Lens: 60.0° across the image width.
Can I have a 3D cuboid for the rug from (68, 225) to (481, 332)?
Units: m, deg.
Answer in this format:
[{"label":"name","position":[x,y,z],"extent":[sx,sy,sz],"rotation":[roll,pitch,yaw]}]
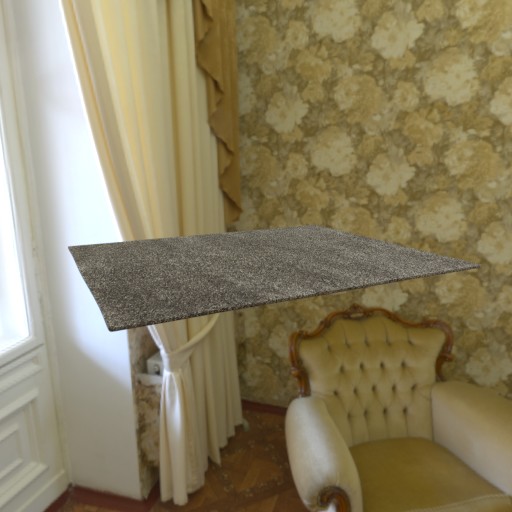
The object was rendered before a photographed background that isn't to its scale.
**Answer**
[{"label":"rug","position":[0.000,0.000,4.061],"extent":[3.000,0.025,2.401],"rotation":[-7,15,-27]}]
